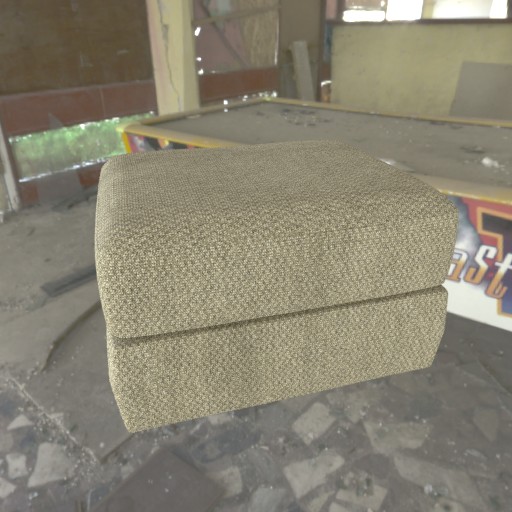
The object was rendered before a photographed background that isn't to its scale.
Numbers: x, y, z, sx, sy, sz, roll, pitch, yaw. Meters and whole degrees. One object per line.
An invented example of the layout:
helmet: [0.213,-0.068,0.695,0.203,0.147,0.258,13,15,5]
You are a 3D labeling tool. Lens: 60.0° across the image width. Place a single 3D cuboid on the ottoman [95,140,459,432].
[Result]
ottoman: [0.000,0.000,1.127,0.751,0.476,0.603,-8,28,-15]
